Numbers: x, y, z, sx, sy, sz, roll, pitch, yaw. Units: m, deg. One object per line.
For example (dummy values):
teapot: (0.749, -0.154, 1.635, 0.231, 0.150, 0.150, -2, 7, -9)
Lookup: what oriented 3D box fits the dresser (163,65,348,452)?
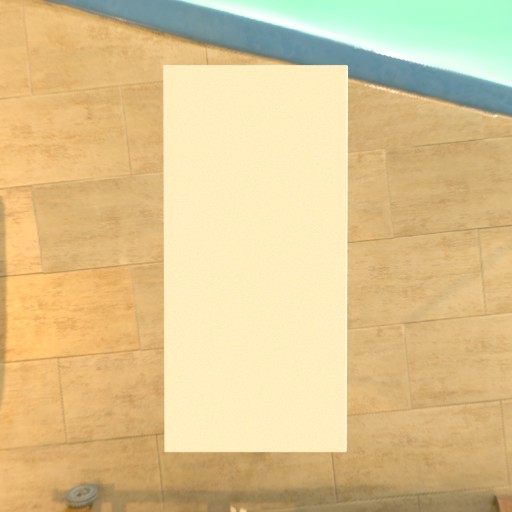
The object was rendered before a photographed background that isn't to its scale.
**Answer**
dresser: (0.000, 0.000, 1.436, 0.380, 1.040, 0.800, 0, 91, 0)
